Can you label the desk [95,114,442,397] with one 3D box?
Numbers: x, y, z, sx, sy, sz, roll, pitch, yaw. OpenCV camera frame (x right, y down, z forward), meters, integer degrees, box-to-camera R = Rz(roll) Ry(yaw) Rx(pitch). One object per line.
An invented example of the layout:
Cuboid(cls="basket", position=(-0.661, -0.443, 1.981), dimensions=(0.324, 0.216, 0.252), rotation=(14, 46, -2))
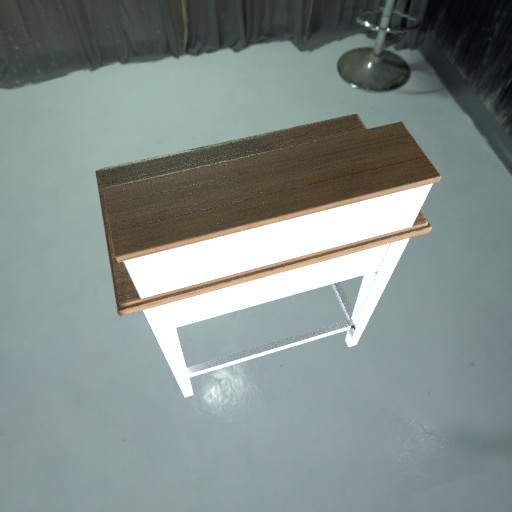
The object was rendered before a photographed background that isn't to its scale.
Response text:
Cuboid(cls="desk", position=(0.000, 0.000, 1.447), dimensions=(0.814, 0.981, 0.462), rotation=(-15, 58, -9))
